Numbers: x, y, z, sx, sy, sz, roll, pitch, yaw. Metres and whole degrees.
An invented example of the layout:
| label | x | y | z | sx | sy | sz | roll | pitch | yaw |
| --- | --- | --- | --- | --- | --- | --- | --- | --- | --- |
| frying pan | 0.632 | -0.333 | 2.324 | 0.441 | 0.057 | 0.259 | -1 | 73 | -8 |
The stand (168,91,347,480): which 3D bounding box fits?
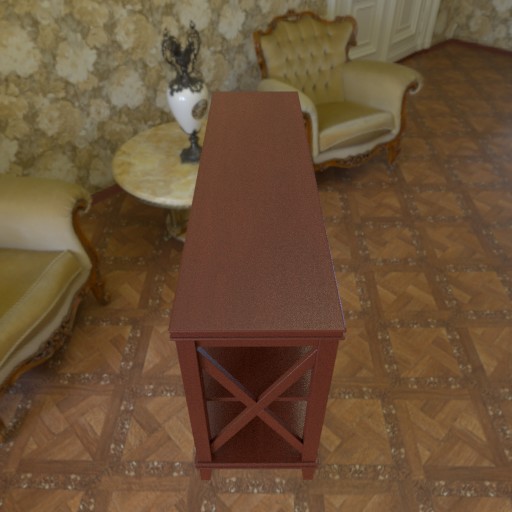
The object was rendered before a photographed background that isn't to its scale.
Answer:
| label | x | y | z | sx | sy | sz | roll | pitch | yaw |
| --- | --- | --- | --- | --- | --- | --- | --- | --- | --- |
| stand | 0.000 | 0.000 | 1.708 | 0.381 | 0.762 | 1.372 | 0 | 41 | 0 |
